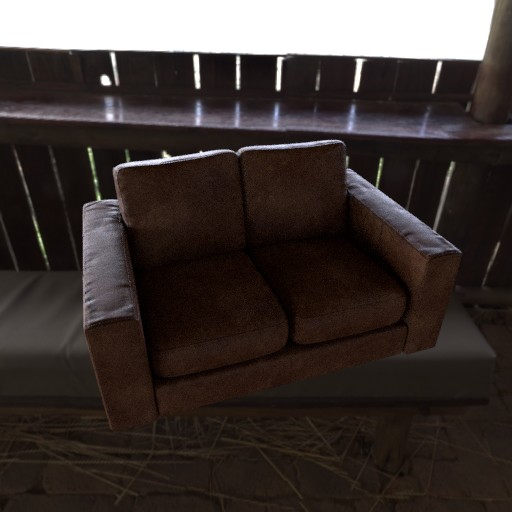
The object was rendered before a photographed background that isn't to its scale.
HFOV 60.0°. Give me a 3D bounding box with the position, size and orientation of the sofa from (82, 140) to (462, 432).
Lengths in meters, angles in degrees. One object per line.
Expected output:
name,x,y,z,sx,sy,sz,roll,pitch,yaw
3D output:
sofa,0.000,0.000,2.260,1.626,0.889,1.041,-10,34,-15
